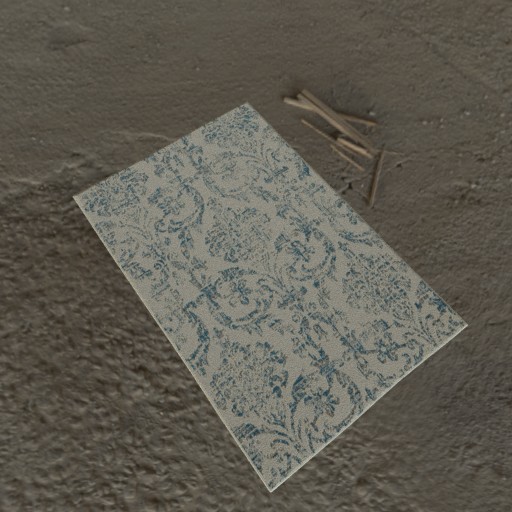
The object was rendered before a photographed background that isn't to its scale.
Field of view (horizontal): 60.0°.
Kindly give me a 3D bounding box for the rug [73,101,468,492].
[{"bbox_3d":[0.000,0.000,2.323,1.213,0.012,1.831,-34,68,-15],"label":"rug"}]
